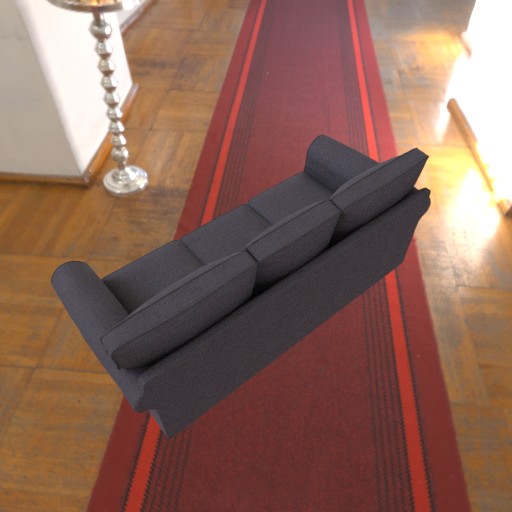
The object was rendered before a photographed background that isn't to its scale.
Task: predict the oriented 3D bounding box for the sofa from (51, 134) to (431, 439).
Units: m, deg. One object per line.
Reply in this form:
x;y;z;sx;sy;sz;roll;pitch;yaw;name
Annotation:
0.000;0.000;2.632;2.084;0.966;0.909;-31;55;-25;sofa
